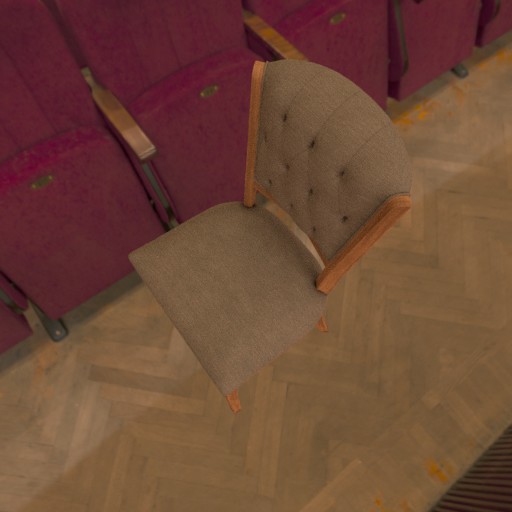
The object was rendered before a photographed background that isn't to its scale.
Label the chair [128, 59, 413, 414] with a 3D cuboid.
[{"bbox_3d":[0.000,0.000,1.256,0.584,0.905,0.513,-34,68,-15],"label":"chair"}]
